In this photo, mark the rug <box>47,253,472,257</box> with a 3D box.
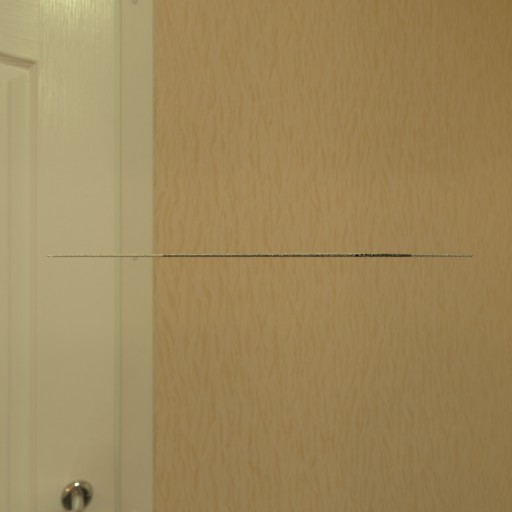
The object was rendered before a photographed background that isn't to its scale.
[{"bbox_3d":[0.000,0.000,2.918,2.312,0.013,1.600,0,0,37],"label":"rug"}]
